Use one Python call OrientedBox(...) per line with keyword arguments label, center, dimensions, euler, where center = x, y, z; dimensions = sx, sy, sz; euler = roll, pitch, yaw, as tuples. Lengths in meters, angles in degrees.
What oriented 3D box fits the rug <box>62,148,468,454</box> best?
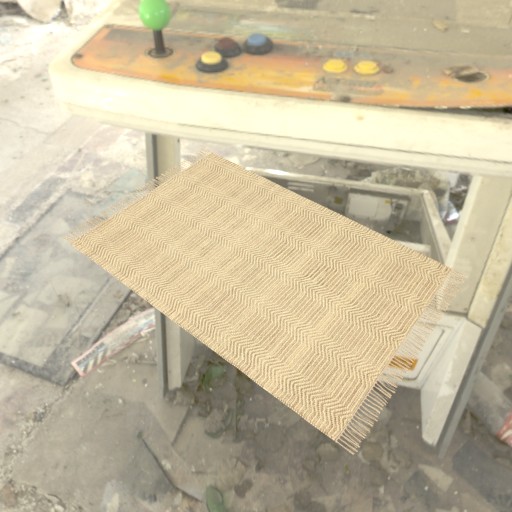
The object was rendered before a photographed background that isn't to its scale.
OrientedBox(label="rug", center=(0.000, 0.000, 2.535), dimensions=(2.021, 0.027, 1.224), euler=(30, 54, 26))
